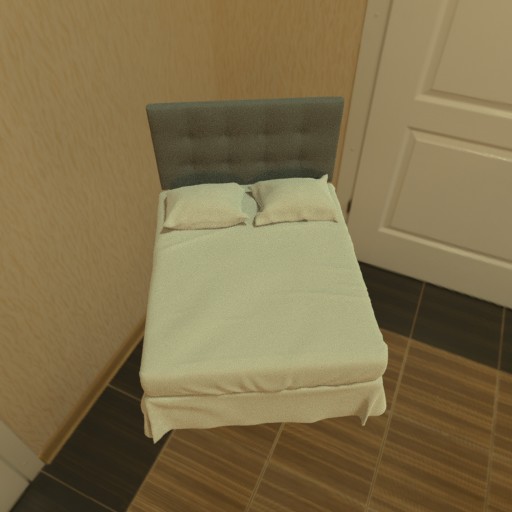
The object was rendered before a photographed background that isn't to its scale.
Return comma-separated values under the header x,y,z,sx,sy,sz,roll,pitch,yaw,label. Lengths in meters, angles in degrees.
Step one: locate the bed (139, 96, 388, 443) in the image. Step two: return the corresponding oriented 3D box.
x,y,z,sx,sy,sz,roll,pitch,yaw,label
0.000,0.000,3.507,1.936,1.577,2.222,-3,47,-3,bed
